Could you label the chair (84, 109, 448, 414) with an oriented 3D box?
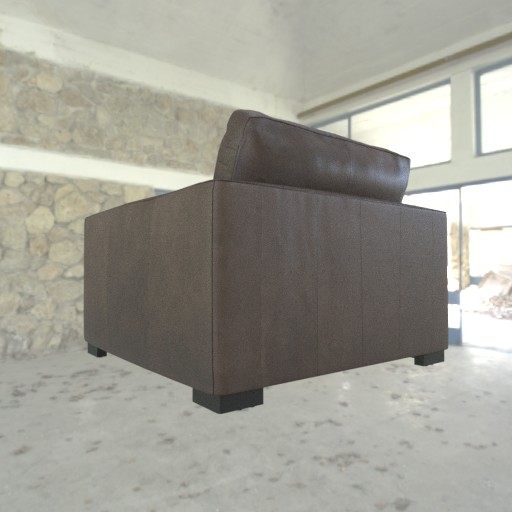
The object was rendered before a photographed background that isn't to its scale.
[{"bbox_3d":[0.000,0.000,1.784,1.100,0.812,1.069,1,-2,-37],"label":"chair"}]
